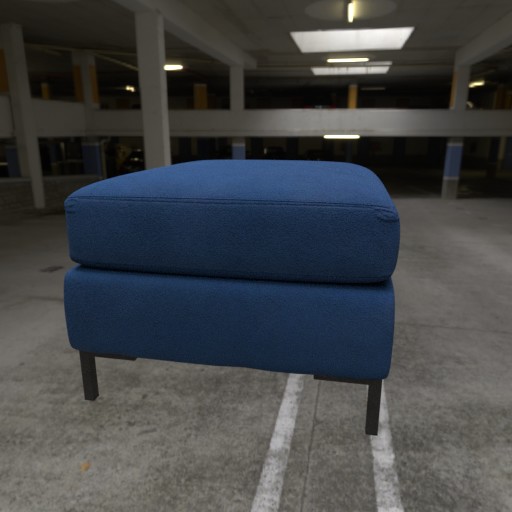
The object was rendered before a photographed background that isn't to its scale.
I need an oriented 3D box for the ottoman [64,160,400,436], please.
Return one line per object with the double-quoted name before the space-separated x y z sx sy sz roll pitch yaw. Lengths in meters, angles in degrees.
"ottoman" 0.000 0.000 1.183 0.655 0.485 0.794 3 16 11
